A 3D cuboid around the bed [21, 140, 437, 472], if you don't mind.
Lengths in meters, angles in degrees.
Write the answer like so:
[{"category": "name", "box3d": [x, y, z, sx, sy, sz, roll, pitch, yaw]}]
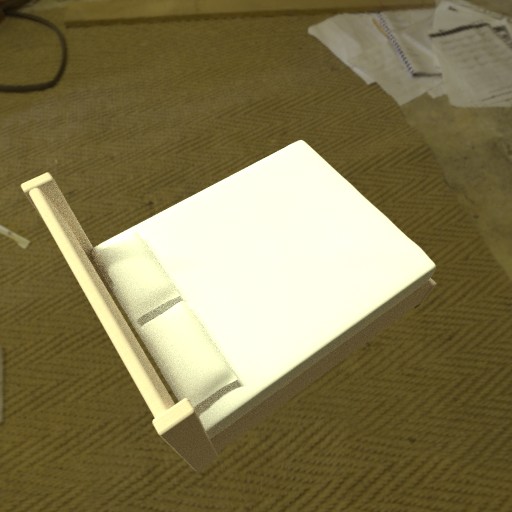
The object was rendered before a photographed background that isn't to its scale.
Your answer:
[{"category": "bed", "box3d": [0.000, 0.000, 3.298, 2.293, 1.471, 1.778, -31, 63, -18]}]
